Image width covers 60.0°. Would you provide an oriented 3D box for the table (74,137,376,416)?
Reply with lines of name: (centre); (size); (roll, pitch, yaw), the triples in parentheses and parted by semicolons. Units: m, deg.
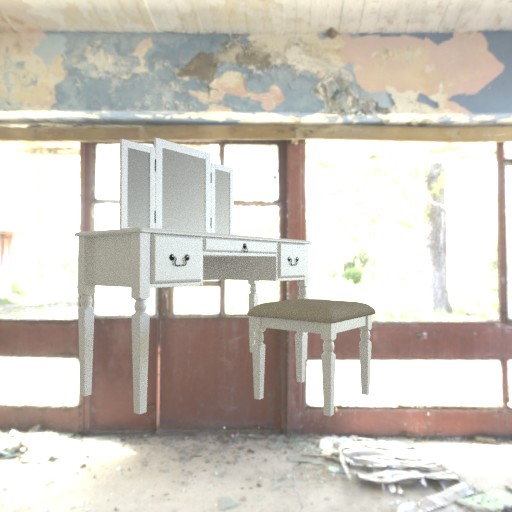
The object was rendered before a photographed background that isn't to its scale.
table: (0.000, 0.000, 2.277); (1.115, 1.310, 1.369); (-1, -1, 38)
